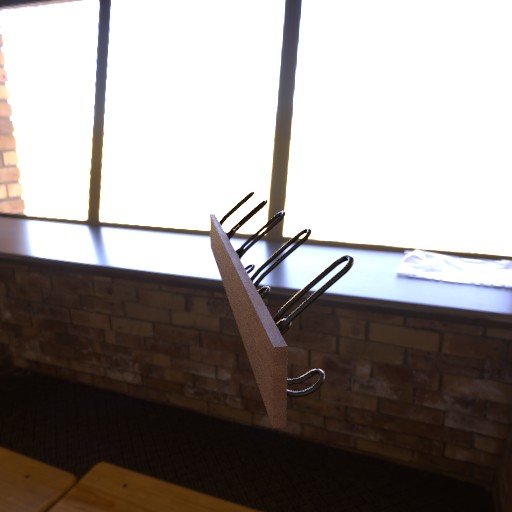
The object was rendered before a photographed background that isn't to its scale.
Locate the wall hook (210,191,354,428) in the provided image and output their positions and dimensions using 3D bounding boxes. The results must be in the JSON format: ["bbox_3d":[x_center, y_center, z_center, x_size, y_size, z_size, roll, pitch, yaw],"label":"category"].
[{"bbox_3d":[0.000,0.000,0.576,0.076,0.116,0.554,-3,15,-10],"label":"wall hook"}]
